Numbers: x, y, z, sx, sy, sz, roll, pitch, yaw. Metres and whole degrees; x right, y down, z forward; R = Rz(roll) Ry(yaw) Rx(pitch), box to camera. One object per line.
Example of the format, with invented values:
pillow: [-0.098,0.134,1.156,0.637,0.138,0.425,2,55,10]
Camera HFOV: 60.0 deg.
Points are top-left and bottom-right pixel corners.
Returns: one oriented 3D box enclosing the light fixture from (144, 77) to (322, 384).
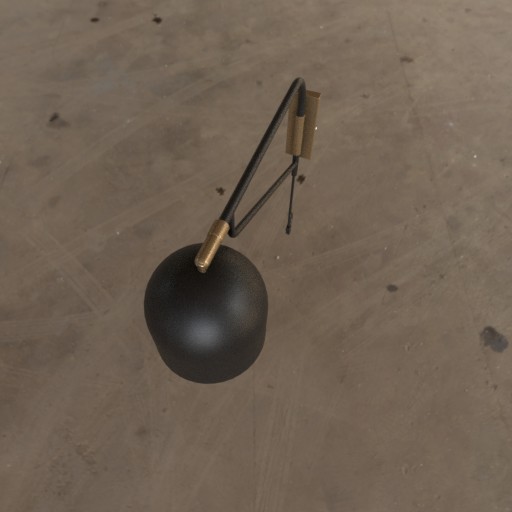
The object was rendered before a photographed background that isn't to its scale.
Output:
light fixture: [0.000,0.000,1.079,0.215,0.696,0.720,17,59,11]
